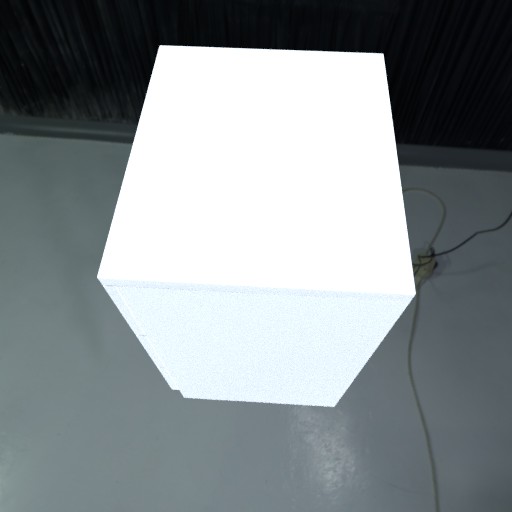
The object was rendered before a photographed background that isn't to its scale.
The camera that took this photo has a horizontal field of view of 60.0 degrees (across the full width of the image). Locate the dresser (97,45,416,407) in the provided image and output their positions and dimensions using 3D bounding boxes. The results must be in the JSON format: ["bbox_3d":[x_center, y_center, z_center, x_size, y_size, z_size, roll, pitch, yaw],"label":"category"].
[{"bbox_3d":[0.000,0.000,0.813,0.360,0.560,0.400,3,60,2],"label":"dresser"}]
